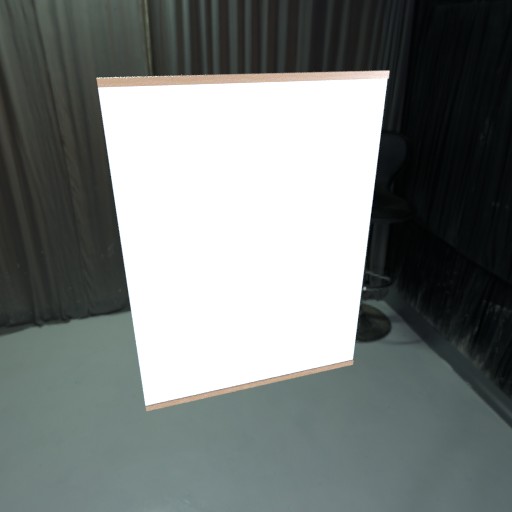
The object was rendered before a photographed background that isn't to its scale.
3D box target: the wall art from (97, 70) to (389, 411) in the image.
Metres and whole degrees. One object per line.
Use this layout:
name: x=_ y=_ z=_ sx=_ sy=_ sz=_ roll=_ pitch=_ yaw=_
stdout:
wall art: x=0.000 y=0.000 z=1.335 sx=0.758 sy=1.016 sz=0.013 roll=-8 pitch=28 yaw=-16
